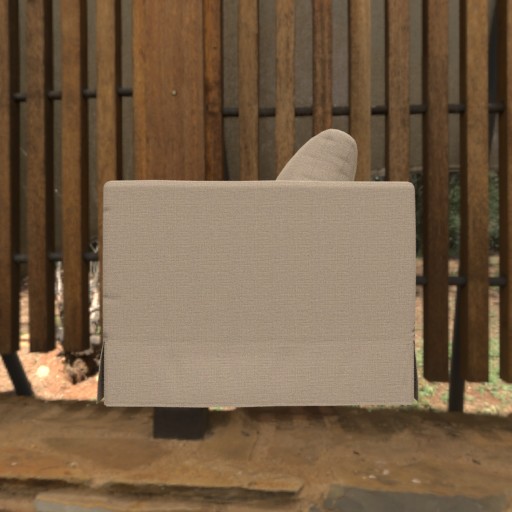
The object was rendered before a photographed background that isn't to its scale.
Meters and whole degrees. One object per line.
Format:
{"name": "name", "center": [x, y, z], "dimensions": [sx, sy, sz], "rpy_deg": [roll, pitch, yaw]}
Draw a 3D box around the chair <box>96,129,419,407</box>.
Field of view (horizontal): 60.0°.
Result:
{"name": "chair", "center": [0.000, 0.000, 1.853], "dimensions": [0.957, 0.878, 1.150], "rpy_deg": [0, 0, -1]}
